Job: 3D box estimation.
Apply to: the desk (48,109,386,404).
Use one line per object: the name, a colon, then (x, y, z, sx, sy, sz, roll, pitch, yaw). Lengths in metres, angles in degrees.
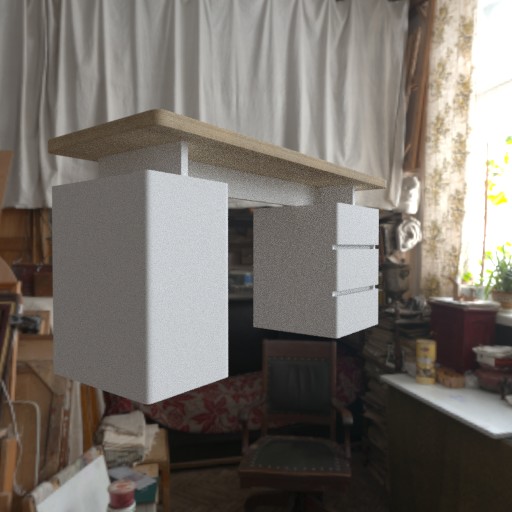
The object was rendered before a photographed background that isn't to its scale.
desk: (0.000, 0.000, 1.849, 0.550, 0.755, 1.500, 1, 1, 38)
